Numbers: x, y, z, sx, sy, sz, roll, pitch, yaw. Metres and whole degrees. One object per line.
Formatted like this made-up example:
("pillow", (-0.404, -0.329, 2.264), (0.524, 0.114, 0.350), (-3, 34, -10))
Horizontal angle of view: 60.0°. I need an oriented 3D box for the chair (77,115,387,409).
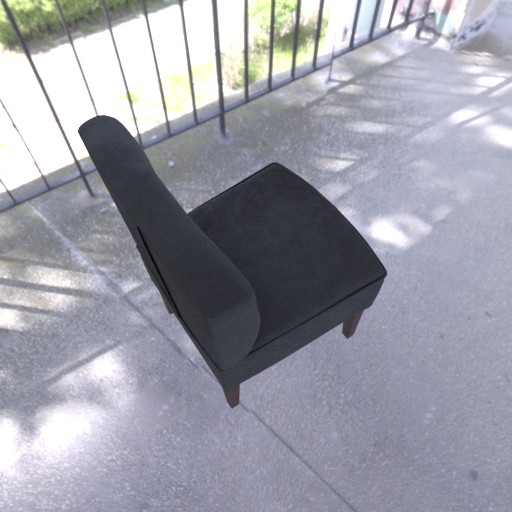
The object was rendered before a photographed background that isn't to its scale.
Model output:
("chair", (0.000, 0.000, 1.188), (0.554, 0.806, 0.521), (-31, 62, -18))
